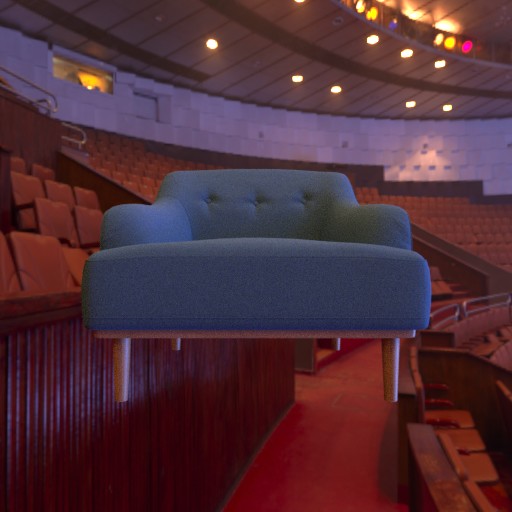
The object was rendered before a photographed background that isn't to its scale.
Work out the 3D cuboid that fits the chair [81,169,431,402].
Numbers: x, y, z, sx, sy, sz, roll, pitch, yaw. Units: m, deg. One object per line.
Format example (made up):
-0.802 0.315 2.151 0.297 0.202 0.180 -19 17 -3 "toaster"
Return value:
0.000 0.000 1.626 0.946 0.818 0.951 0 -1 0 "chair"
